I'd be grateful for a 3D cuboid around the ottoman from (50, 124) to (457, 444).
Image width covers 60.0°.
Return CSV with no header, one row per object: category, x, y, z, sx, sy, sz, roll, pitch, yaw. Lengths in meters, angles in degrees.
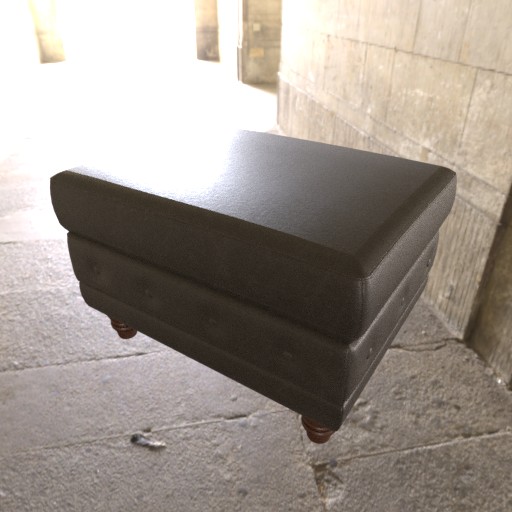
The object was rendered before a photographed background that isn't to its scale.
ottoman,0.000,0.000,1.147,0.795,0.498,0.590,19,35,29
